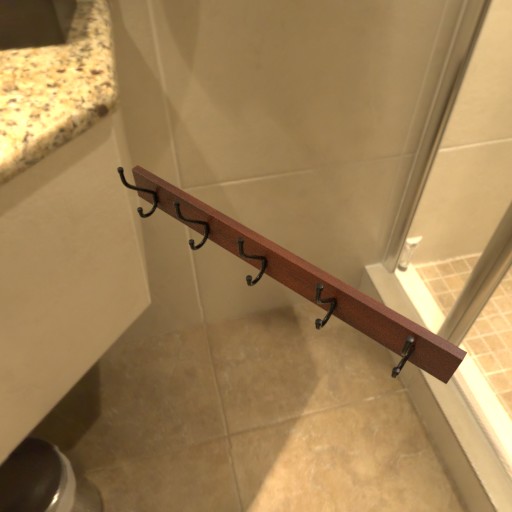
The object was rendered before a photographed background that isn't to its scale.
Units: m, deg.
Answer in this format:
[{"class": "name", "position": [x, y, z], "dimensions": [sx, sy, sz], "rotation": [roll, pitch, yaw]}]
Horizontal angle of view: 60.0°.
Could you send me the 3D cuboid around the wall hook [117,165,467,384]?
[{"class": "wall hook", "position": [0.000, 0.000, 0.616], "dimensions": [0.571, 0.117, 0.071], "rotation": [31, 55, 25]}]
